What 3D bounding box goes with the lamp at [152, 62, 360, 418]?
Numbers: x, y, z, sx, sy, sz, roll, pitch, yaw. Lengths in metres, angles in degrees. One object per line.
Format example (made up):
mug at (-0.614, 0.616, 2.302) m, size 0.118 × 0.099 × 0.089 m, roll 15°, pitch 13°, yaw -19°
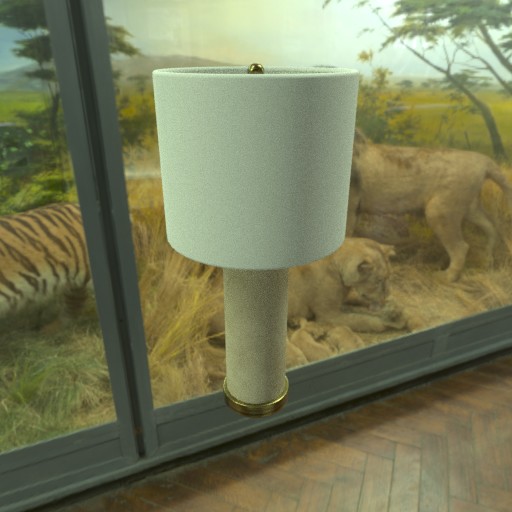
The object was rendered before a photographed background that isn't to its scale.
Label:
lamp at (0.000, 0.000, 0.793) m, size 0.305 × 0.634 × 0.305 m, roll 17°, pitch 30°, yaw 32°
